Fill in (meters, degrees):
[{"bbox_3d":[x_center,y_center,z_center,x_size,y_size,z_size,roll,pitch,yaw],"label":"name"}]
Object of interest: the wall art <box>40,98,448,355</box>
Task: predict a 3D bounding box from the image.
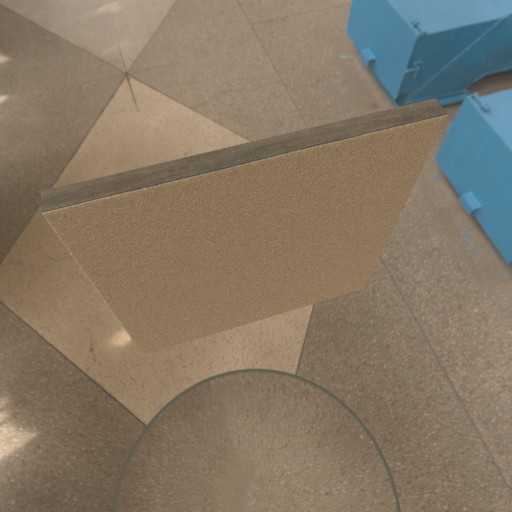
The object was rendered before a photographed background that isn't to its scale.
[{"bbox_3d":[0.000,0.000,1.116,0.749,0.751,0.050,-16,61,-9],"label":"wall art"}]
